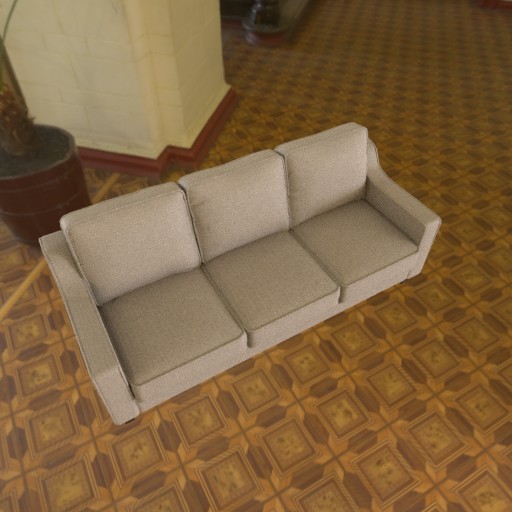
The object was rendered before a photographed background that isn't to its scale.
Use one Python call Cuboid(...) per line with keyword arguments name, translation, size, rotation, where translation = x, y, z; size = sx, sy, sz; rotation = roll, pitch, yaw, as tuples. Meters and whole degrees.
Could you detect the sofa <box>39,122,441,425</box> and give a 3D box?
Cuboid(name="sofa", translation=(0.000, 0.000, 2.636), size=(2.129, 0.950, 0.899), rotation=(-23, 50, -20))
